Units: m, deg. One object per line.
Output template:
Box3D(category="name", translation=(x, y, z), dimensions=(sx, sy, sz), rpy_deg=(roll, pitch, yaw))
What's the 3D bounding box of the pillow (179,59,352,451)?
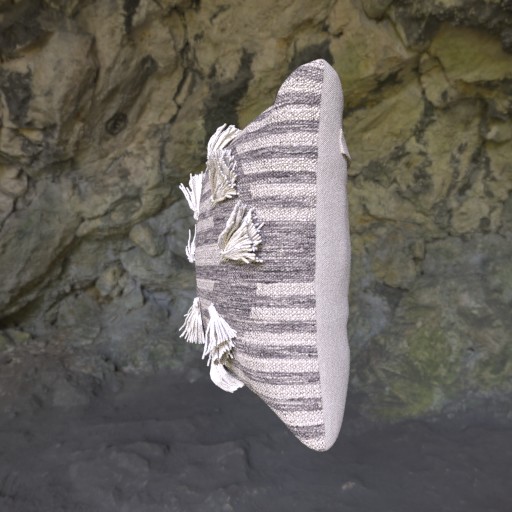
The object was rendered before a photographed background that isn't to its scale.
Box3D(category="pillow", translation=(0.000, 0.000, 0.769), dimensions=(0.234, 0.490, 0.484), rpy_deg=(0, -1, -18))
